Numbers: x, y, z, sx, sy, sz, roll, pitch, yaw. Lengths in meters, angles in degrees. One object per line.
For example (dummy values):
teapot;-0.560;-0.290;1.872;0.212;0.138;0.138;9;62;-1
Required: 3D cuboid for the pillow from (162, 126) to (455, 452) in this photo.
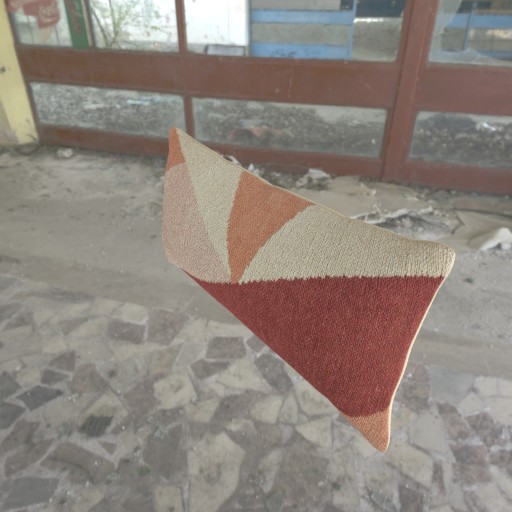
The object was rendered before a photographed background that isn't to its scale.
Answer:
pillow;0.000;0.000;0.717;0.155;0.292;0.609;-22;38;-31
